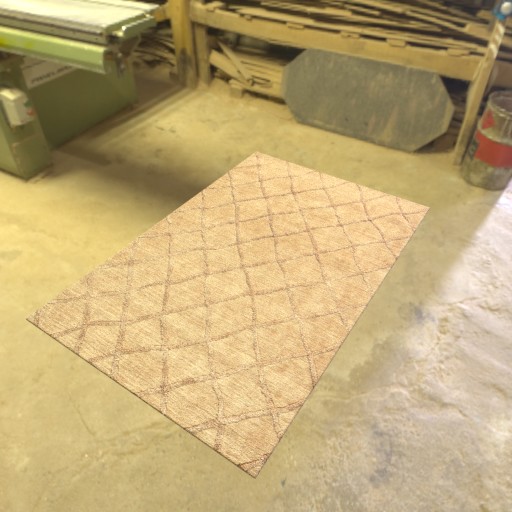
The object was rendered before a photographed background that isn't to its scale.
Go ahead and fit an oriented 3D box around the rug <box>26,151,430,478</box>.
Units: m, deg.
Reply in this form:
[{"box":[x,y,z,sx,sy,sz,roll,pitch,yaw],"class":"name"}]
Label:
[{"box":[0.000,0.000,2.844,1.528,0.014,2.292,24,47,25],"class":"rug"}]
